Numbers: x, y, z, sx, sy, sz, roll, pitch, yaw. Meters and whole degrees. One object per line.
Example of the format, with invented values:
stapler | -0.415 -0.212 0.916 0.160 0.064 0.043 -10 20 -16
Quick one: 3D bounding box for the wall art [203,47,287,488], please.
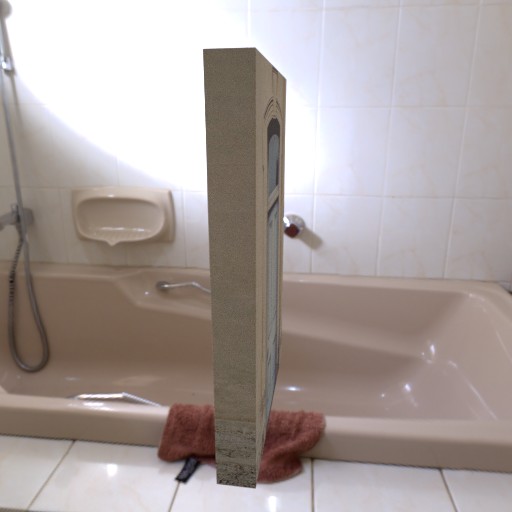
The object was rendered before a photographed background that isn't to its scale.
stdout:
wall art | 0.000 0.000 0.485 0.038 0.381 0.254 3 17 8
